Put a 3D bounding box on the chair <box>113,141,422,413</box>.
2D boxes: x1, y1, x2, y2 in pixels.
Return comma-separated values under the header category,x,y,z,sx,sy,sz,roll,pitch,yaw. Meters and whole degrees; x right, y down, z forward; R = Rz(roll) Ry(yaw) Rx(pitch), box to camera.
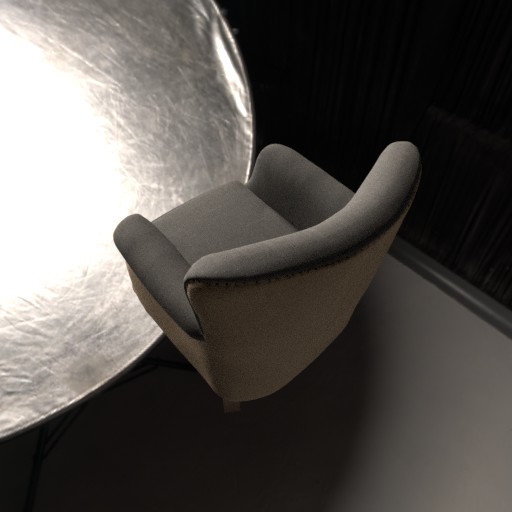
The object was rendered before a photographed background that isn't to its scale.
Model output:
category,x,y,z,sx,sy,sz,roll,pitch,yaw
chair,0.000,0.000,1.665,0.861,0.936,0.921,-33,55,-27
